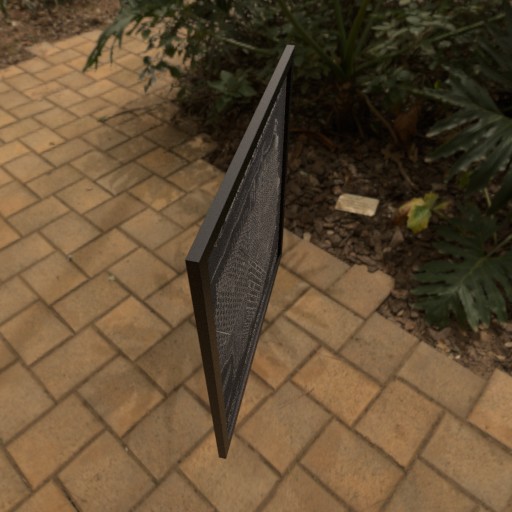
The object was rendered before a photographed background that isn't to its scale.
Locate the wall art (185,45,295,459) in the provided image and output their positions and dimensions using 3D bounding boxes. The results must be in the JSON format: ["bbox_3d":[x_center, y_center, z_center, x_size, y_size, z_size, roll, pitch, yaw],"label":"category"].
[{"bbox_3d":[0.000,0.000,0.684,0.012,0.458,0.457,10,47,9],"label":"wall art"}]
